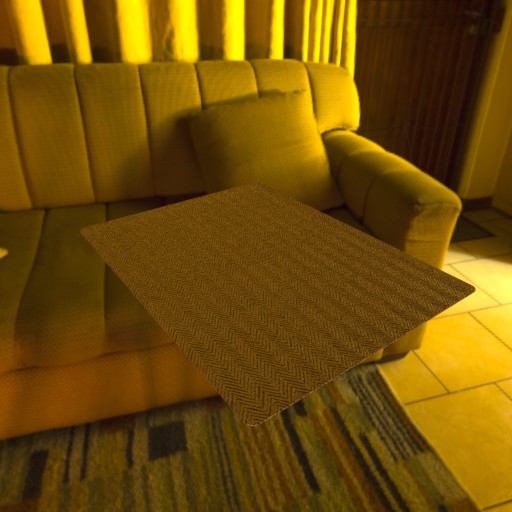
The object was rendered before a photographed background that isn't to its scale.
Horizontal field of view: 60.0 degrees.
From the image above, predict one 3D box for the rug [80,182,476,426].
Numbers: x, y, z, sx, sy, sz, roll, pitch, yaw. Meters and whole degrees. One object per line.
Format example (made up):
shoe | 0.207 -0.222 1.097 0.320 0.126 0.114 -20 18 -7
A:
rug | 0.000 0.000 4.329 2.439 0.014 3.207 -20 36 -31
